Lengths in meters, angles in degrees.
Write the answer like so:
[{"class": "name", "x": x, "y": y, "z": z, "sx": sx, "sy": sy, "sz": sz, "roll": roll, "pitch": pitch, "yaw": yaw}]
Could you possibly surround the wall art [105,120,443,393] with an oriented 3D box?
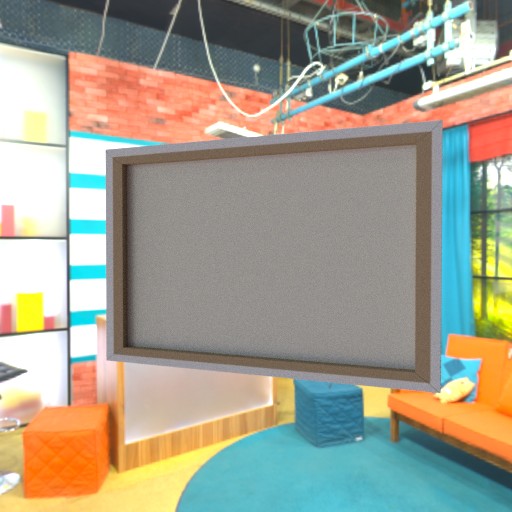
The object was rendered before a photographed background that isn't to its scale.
[{"class": "wall art", "x": 0.000, "y": 0.000, "z": 0.789, "sx": 0.608, "sy": 0.414, "sz": 0.042, "roll": 0, "pitch": 1, "yaw": 19}]
